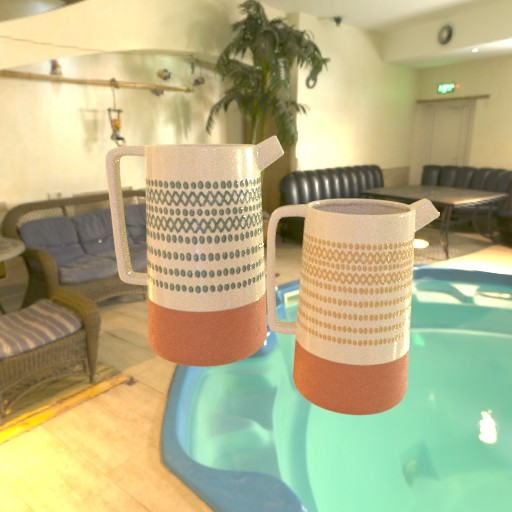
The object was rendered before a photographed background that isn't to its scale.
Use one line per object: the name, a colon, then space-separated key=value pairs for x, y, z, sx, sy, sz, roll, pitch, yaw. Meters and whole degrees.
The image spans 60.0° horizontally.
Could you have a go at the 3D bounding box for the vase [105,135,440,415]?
vase: x=0.000 y=0.000 z=0.472 sx=0.326 sy=0.247 sz=0.168 roll=15 pitch=21 yaw=42
